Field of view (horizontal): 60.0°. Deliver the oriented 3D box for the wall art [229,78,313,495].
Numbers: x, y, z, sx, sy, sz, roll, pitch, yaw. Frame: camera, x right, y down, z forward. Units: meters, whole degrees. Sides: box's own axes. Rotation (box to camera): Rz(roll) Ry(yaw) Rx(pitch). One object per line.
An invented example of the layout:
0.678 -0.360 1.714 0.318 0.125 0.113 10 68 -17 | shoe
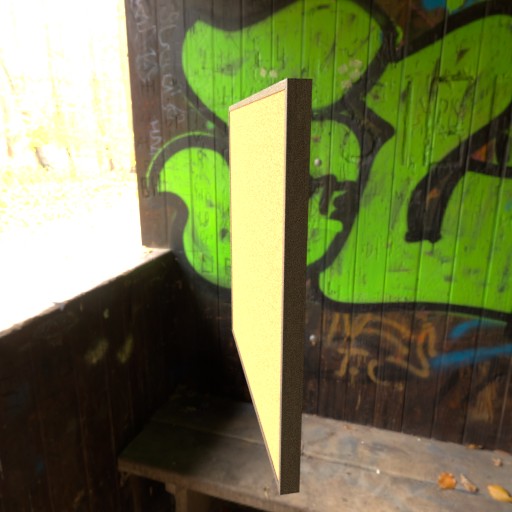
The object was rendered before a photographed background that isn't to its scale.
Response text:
0.000 0.000 1.124 0.039 0.758 0.758 -3 16 -10 | wall art
